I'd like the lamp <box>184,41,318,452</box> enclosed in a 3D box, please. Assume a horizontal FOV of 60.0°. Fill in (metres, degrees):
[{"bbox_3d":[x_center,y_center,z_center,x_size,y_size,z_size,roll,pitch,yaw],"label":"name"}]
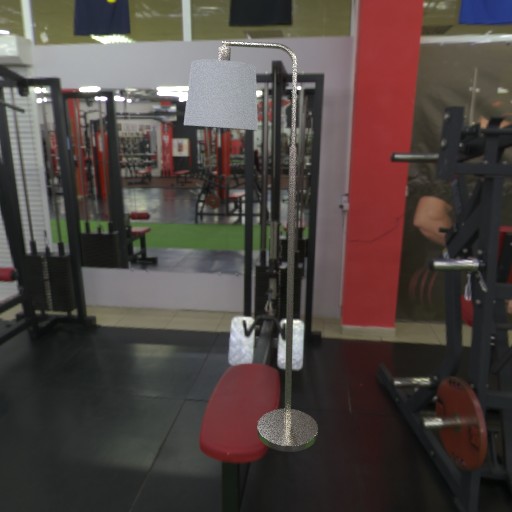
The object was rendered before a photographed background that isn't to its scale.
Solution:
[{"bbox_3d":[0.000,0.000,1.652,0.508,1.478,0.254,3,15,10],"label":"lamp"}]
